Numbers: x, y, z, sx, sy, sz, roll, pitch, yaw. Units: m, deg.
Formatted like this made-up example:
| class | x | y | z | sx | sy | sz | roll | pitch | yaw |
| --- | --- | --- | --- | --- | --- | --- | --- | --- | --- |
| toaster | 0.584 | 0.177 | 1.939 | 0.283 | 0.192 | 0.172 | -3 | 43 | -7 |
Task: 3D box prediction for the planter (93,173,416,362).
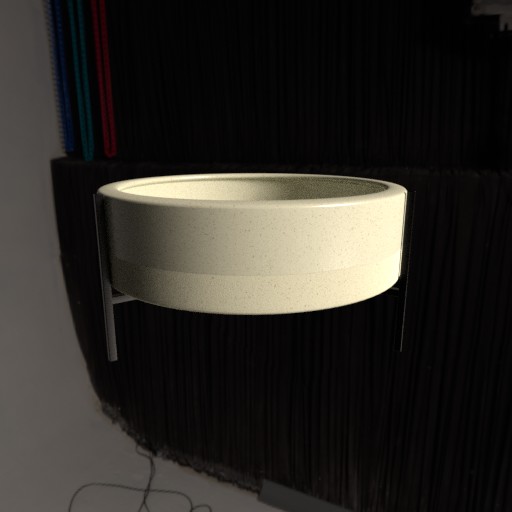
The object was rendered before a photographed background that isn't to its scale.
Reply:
| class | x | y | z | sx | sy | sz | roll | pitch | yaw |
| --- | --- | --- | --- | --- | --- | --- | --- | --- | --- |
| planter | 0.000 | 0.000 | 0.524 | 0.345 | 0.171 | 0.336 | 7 | 16 | 25 |
